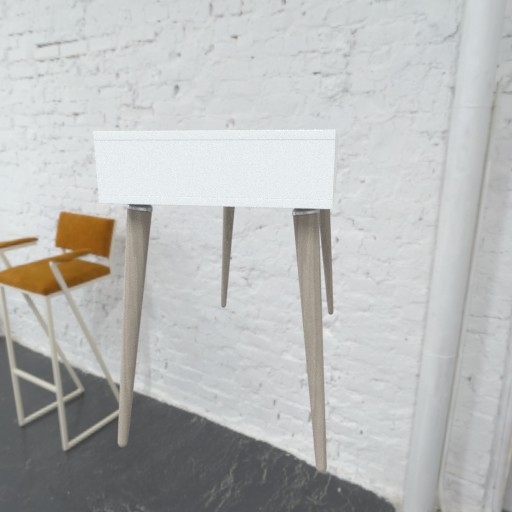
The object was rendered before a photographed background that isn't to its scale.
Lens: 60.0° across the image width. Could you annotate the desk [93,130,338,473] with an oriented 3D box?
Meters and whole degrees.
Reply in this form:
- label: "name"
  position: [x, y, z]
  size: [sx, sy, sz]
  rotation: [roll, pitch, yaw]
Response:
- label: "desk"
  position: [0.000, 0.000, 1.382]
  size: [0.491, 0.723, 0.979]
  rotation: [3, 14, 10]
